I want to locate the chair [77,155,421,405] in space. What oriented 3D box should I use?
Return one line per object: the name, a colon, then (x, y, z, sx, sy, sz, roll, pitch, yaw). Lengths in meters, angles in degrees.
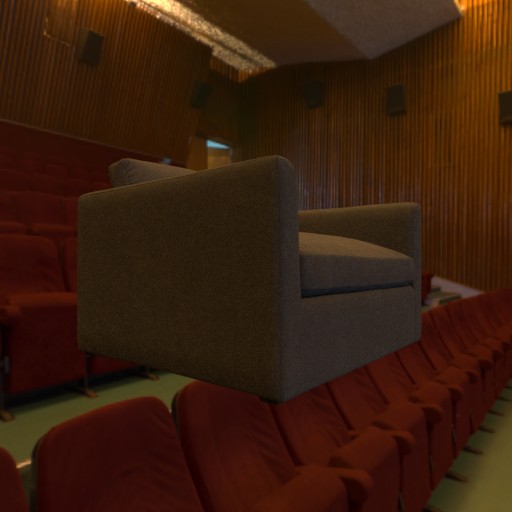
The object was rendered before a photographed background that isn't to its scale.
chair: (0.000, 0.000, 1.908, 1.091, 0.845, 1.190, -1, -1, 37)
